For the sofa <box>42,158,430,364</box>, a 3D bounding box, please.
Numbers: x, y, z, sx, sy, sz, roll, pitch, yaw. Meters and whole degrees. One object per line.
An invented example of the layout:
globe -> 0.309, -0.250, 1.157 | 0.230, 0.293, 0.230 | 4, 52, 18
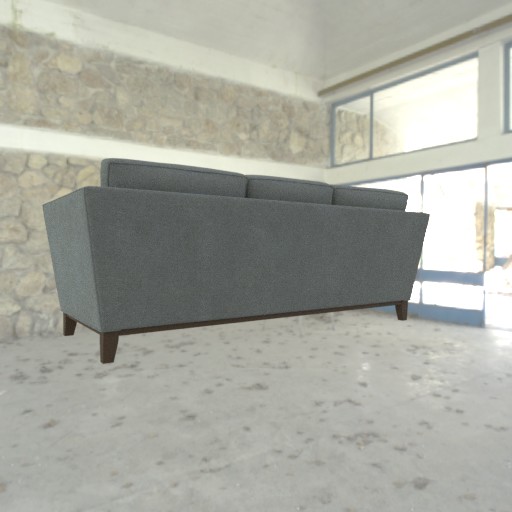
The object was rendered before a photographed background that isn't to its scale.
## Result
sofa -> 0.000, 0.000, 2.888 | 2.387, 0.940, 0.965 | -1, 1, -35
